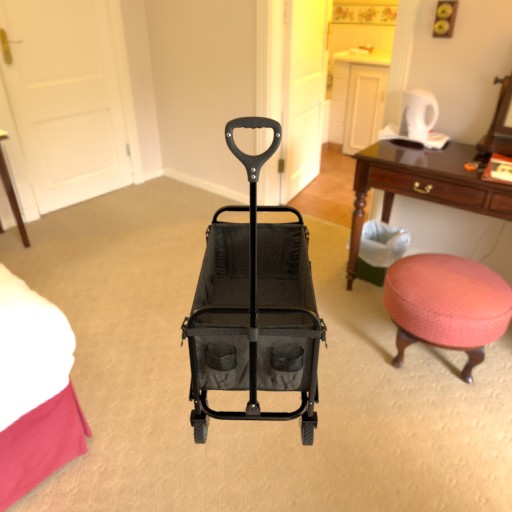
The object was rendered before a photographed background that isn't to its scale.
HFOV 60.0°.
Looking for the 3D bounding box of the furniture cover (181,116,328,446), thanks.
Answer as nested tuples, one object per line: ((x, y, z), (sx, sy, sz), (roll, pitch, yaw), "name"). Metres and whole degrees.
((0.000, 0.000, 1.835), (0.532, 1.295, 1.038), (1, 30, 1), "furniture cover")
